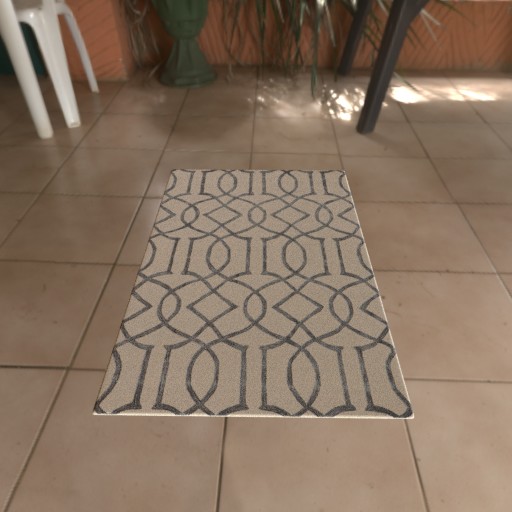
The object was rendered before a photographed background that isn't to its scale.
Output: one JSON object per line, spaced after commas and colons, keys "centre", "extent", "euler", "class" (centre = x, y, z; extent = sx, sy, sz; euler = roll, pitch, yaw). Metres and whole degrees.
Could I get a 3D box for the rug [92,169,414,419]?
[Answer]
{"centre": [0.000, 0.000, 2.994], "extent": [1.521, 0.017, 2.365], "euler": [1, 40, 1], "class": "rug"}
